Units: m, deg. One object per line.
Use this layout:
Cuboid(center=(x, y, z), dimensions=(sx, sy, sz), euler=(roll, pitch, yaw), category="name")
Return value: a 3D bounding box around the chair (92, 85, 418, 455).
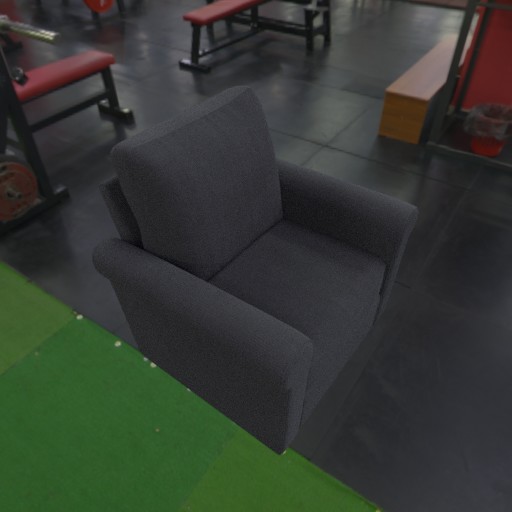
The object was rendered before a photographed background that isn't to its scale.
Cuboid(center=(0.000, 0.000, 1.604), dimensions=(0.828, 0.942, 0.867), euler=(27, 49, 26), category="chair")
